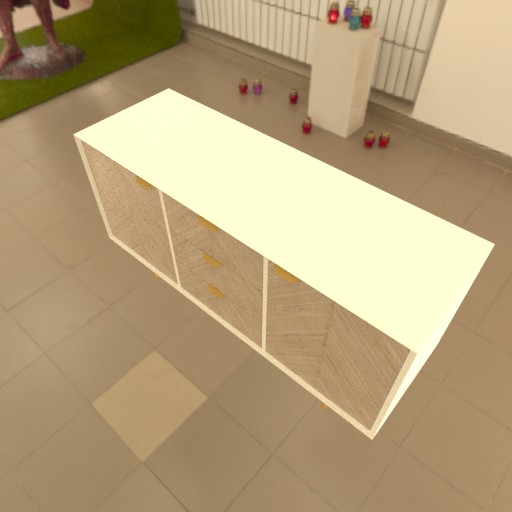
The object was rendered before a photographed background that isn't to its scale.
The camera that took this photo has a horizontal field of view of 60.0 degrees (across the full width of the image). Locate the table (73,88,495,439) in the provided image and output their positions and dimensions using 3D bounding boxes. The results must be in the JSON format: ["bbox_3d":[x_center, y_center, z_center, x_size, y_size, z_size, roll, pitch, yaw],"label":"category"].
[{"bbox_3d":[0.000,0.000,1.846,1.500,0.769,0.508,33,56,26],"label":"table"}]
